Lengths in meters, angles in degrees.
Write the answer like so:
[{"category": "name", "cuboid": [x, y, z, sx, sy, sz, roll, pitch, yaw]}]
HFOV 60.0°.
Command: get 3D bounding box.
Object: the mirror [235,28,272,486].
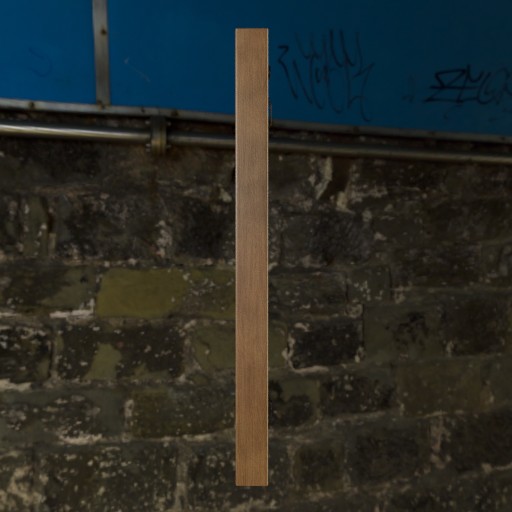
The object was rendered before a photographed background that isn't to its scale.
[{"category": "mirror", "cuboid": [0.000, 0.000, 0.694, 0.041, 0.508, 0.405, 0, 1, 1]}]
